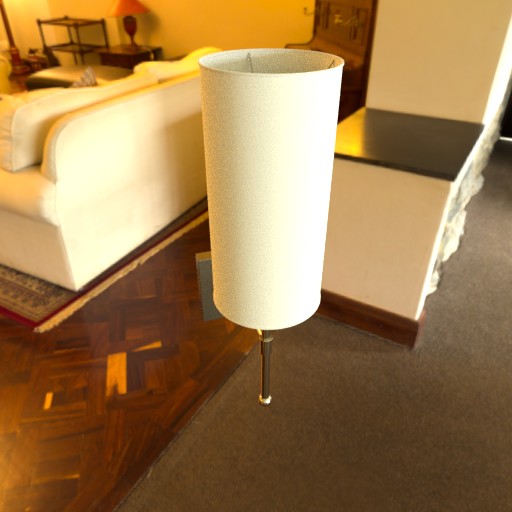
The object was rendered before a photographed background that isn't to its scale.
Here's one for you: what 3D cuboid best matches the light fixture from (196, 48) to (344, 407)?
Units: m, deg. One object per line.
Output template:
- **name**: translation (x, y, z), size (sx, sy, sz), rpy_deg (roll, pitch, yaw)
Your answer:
- **light fixture**: translation (0.000, 0.000, 0.548), size (0.128, 0.462, 0.208), rpy_deg (-10, 34, -16)
